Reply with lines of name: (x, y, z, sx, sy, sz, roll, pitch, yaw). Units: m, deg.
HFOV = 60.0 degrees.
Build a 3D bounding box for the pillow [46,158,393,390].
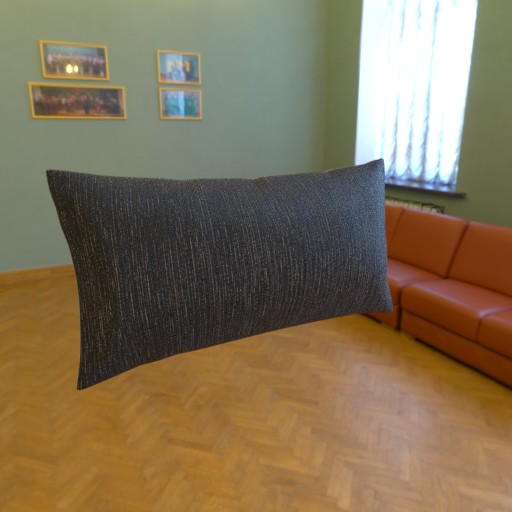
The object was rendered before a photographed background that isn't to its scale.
pillow: (0.000, 0.000, 0.748, 0.608, 0.305, 0.156, -8, 17, -27)
